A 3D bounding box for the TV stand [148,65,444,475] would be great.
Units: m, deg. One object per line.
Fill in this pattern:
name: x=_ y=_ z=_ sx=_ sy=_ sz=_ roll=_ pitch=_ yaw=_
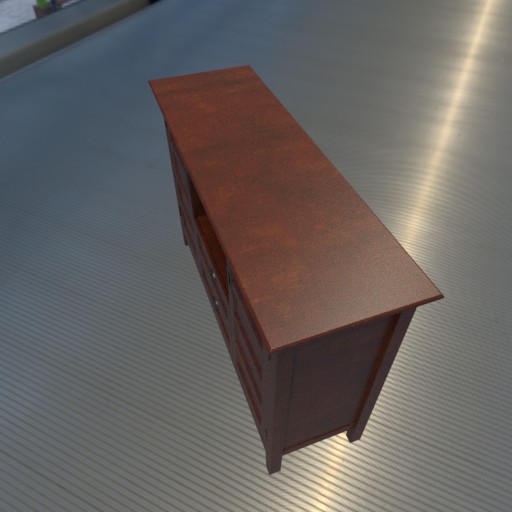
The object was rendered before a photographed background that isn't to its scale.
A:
TV stand: x=0.000 y=0.000 z=1.764 sx=0.445 sy=0.915 sz=1.372 roll=-15 pitch=48 yaw=-14
